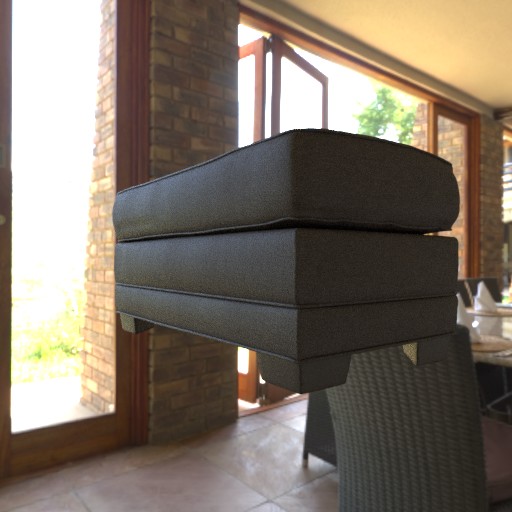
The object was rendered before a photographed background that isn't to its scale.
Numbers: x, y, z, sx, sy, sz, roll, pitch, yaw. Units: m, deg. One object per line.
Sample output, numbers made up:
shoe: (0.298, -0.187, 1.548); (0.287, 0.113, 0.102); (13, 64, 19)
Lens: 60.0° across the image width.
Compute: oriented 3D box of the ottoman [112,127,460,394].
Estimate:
ottoman: (0.000, 0.000, 1.145); (0.490, 0.448, 0.864); (0, -1, -36)
